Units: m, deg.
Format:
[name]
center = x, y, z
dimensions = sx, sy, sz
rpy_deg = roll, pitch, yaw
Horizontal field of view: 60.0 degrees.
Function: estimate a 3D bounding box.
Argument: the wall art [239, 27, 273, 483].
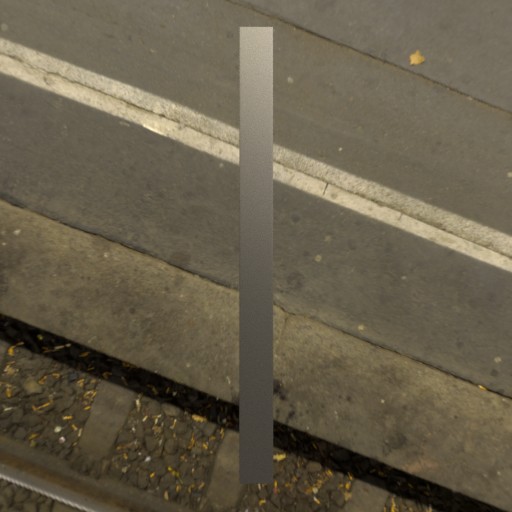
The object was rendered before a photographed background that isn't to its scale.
[wall art]
center = 0.000, 0.000, 0.530
dimensions = 0.028, 0.321, 0.381
rpy_deg = 0, 89, 0
